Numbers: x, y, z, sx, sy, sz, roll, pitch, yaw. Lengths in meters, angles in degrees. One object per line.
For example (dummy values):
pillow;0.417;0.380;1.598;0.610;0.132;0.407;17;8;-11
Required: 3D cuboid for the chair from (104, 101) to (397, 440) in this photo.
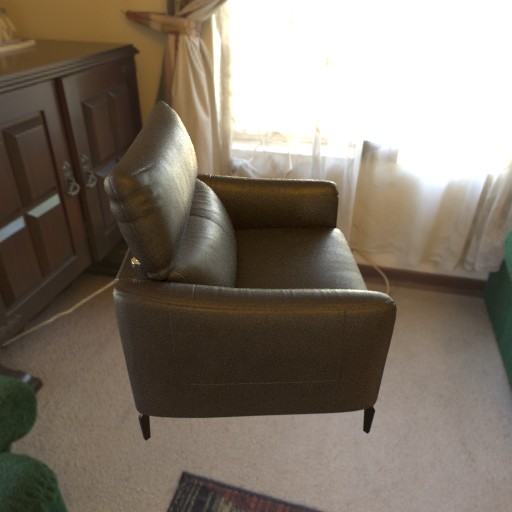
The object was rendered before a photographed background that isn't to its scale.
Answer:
chair;0.000;0.000;1.635;0.809;0.949;0.976;-1;32;-2
